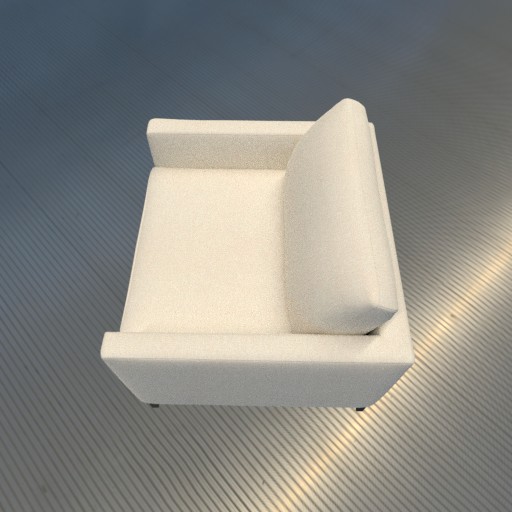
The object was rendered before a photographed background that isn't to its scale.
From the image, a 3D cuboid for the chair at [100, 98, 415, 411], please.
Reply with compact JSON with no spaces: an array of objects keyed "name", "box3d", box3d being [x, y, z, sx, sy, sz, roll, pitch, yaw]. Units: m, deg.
[{"name":"chair","box3d":[0.000,0.000,1.606,0.875,0.806,0.964,1,58,1]}]
